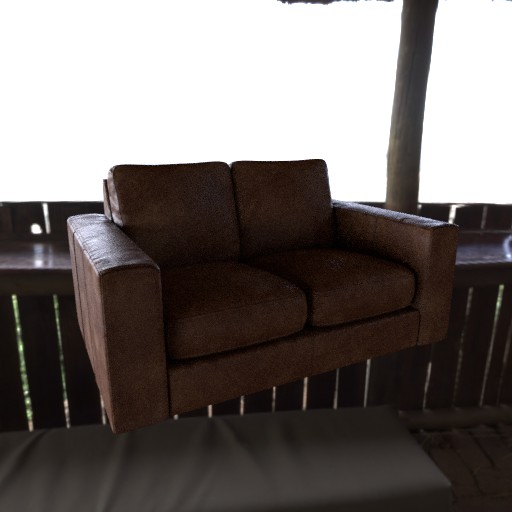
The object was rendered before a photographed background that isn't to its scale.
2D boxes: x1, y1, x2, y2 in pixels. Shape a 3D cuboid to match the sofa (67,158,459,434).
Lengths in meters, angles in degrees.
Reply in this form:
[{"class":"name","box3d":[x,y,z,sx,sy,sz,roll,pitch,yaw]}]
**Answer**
[{"class":"sofa","box3d":[0.000,0.000,2.186,1.626,0.889,1.041,-8,17,-26]}]
